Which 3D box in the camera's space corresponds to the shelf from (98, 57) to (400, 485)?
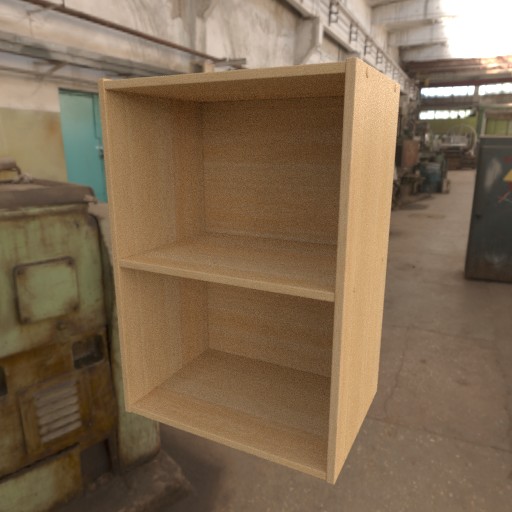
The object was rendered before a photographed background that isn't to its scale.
[{"bbox_3d":[0.000,0.000,0.803,0.414,0.592,0.290,7,16,26],"label":"shelf"}]
